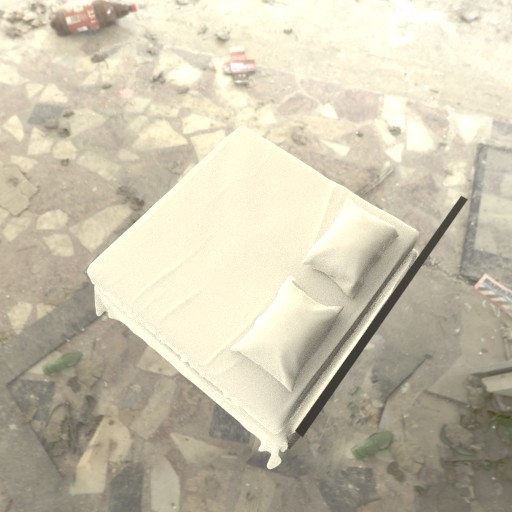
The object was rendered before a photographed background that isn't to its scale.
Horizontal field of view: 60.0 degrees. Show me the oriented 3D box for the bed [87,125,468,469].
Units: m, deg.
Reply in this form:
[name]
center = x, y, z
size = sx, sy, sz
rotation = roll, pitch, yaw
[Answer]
[bed]
center = 0.000, 0.000, 3.642
size = 2.219, 1.271, 2.315
rotation = 35, 68, 17
